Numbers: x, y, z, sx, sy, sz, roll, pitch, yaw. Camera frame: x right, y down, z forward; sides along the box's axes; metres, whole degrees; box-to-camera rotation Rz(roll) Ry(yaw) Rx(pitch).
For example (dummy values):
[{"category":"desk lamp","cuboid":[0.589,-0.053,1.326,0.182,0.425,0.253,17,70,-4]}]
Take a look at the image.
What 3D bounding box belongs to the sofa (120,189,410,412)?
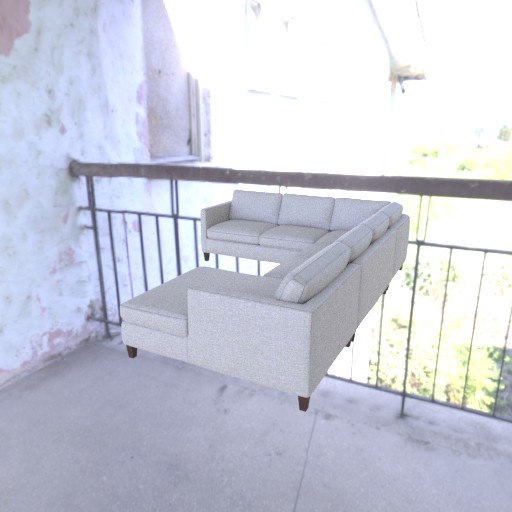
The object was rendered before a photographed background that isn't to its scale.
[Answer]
[{"category":"sofa","cuboid":[0.000,0.000,4.639,2.551,0.889,3.403,8,18,27]}]
